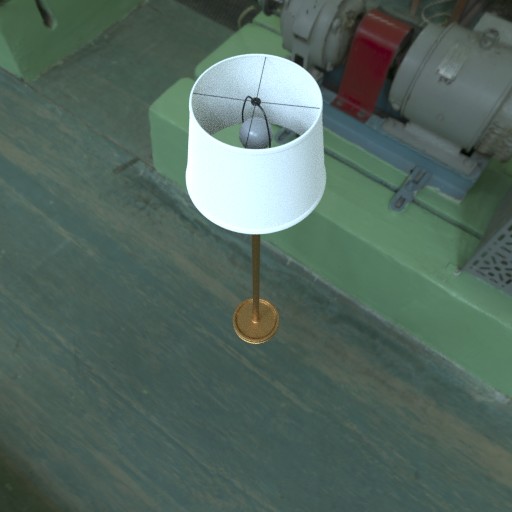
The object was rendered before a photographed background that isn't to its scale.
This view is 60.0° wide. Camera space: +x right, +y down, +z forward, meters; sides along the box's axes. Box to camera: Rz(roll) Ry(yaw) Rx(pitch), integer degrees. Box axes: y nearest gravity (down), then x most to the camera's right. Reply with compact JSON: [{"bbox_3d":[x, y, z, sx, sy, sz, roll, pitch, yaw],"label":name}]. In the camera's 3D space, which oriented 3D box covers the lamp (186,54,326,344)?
[{"bbox_3d":[0.000,0.000,0.771,0.178,0.710,0.178,0,63,0],"label":"lamp"}]
